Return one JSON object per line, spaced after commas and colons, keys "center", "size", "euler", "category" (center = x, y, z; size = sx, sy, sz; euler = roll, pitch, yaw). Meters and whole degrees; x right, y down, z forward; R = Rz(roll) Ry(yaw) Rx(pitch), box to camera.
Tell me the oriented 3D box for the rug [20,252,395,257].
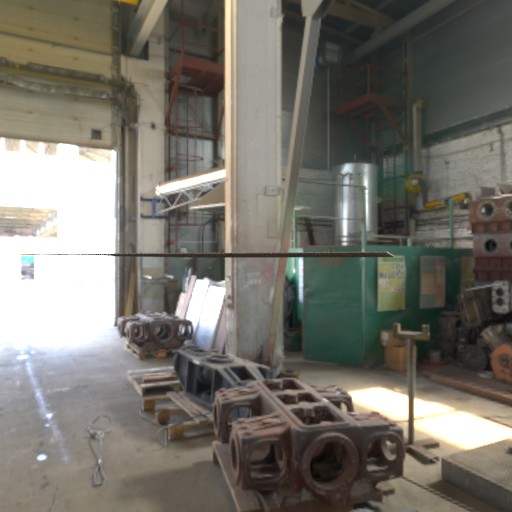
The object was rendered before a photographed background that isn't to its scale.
{"center": [0.000, 0.000, 4.131], "size": [2.442, 0.008, 3.046], "euler": [0, -1, 18], "category": "rug"}
